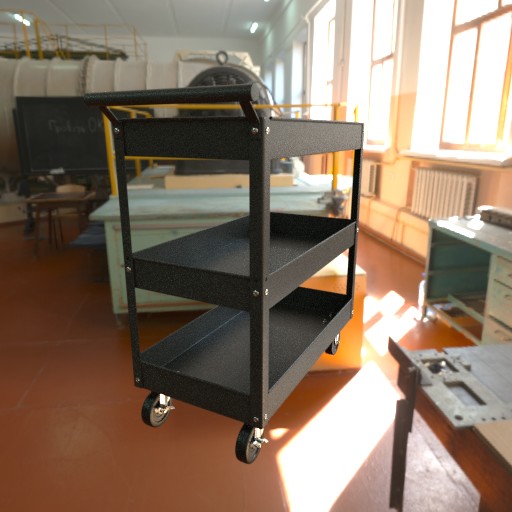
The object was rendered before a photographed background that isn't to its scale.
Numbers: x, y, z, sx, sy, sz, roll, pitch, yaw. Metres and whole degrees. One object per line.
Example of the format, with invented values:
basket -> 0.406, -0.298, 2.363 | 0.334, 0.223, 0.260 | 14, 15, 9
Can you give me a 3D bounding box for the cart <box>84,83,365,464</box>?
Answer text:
cart -> 0.000, 0.000, 1.174 | 0.366, 0.780, 0.719 | 8, 18, 27
